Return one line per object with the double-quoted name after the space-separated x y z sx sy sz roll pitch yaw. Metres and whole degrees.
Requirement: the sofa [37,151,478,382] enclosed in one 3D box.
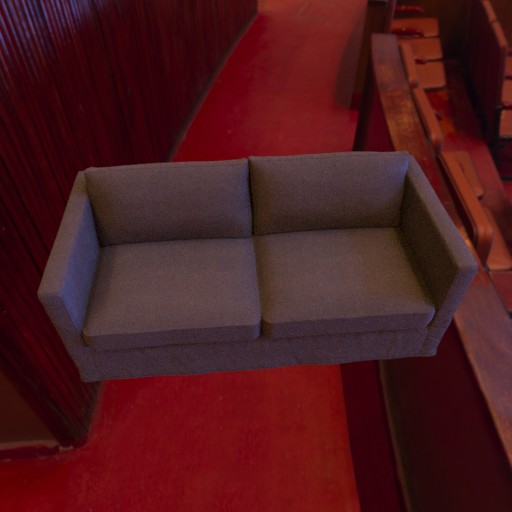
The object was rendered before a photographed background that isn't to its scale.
0.000 0.000 2.446 1.982 0.855 0.953 -3 46 -3 "sofa"
